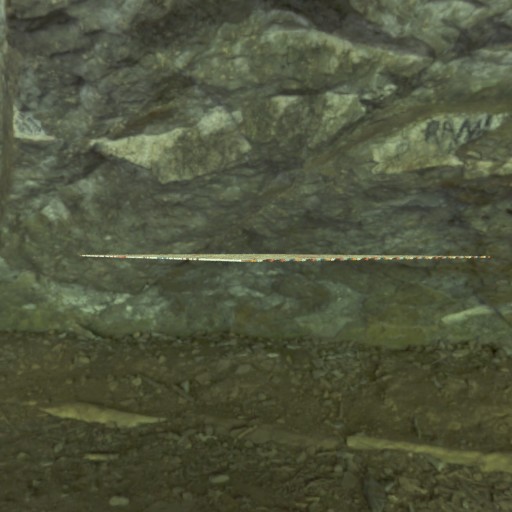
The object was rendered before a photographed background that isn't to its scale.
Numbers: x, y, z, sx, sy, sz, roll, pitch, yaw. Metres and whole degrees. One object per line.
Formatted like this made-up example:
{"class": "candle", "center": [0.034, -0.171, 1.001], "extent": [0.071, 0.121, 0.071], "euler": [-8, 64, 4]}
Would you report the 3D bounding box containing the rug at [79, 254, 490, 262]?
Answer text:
{"class": "rug", "center": [0.000, 0.000, 4.290], "extent": [2.439, 0.015, 3.274], "euler": [0, 1, -36]}
